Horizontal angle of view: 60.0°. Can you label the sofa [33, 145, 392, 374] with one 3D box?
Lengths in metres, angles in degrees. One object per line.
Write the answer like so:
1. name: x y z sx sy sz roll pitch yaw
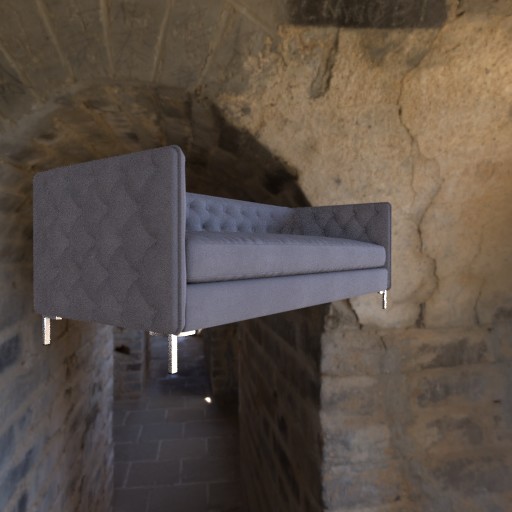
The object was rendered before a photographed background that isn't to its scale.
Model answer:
1. sofa: 0.000 0.000 2.571 0.895 0.771 2.209 0 1 36
